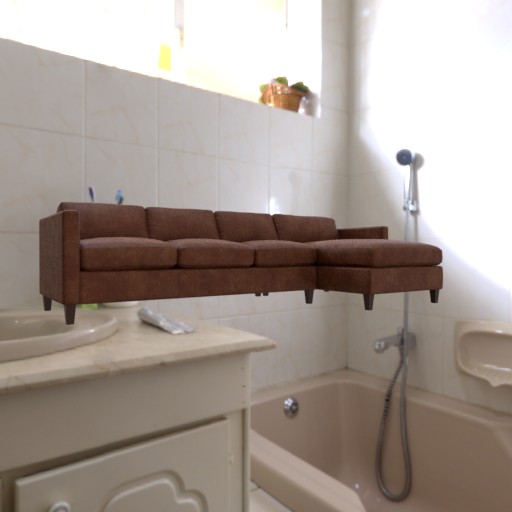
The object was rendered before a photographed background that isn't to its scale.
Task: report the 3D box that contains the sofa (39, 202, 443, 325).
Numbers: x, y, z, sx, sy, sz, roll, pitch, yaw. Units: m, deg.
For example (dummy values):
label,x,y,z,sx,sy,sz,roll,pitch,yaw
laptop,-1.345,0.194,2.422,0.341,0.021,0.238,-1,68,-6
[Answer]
label,x,y,z,sx,sy,sz,roll,pitch,yaw
sofa,0.000,0.000,3.861,3.203,0.883,1.581,0,1,-34
